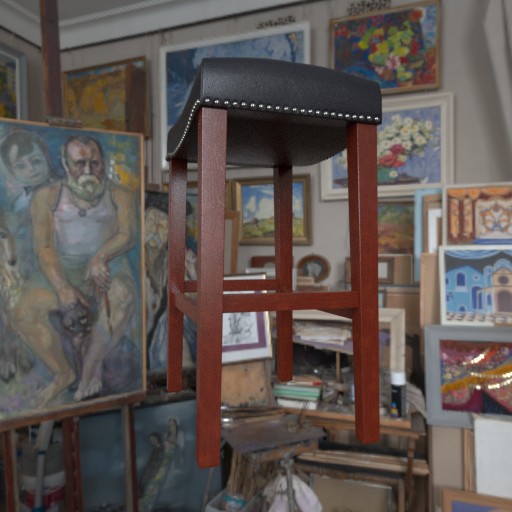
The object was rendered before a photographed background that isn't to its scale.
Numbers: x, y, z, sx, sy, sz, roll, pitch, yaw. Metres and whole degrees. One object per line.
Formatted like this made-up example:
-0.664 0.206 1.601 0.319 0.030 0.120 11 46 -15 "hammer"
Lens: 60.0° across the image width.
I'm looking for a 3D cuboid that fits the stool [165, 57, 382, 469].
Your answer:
0.000 0.000 1.053 0.372 0.742 0.504 0 0 -18 "stool"
